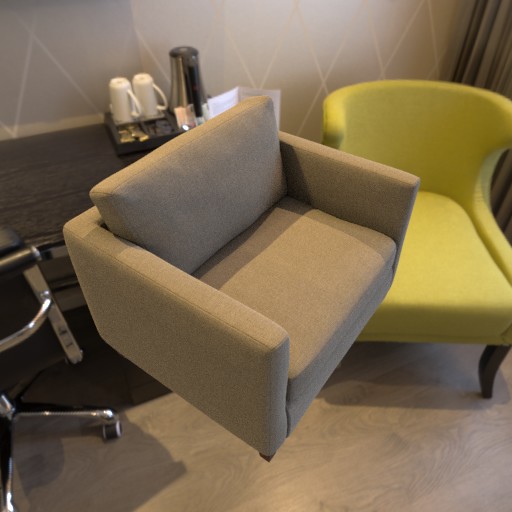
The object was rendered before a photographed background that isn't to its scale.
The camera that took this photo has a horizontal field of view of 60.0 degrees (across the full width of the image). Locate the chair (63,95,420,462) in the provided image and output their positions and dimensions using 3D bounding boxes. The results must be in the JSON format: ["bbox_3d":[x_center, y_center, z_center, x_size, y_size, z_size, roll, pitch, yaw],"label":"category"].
[{"bbox_3d":[0.000,0.000,1.856,0.959,0.963,1.107,26,48,26],"label":"chair"}]
